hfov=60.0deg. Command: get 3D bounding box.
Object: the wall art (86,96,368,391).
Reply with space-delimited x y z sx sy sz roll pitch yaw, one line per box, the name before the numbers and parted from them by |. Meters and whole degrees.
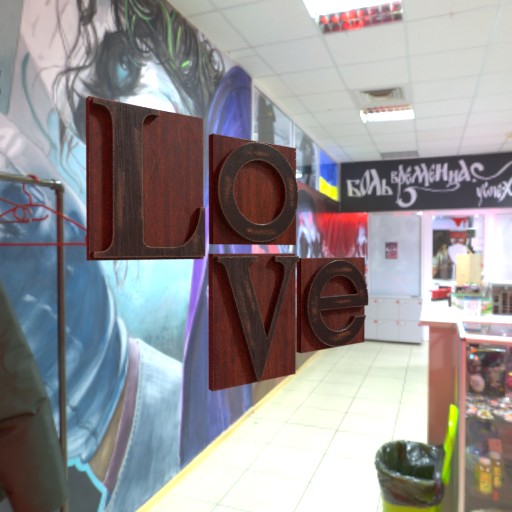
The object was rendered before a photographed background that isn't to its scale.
wall art | 0.000 0.000 0.870 0.635 0.497 0.030 -1 1 -36
